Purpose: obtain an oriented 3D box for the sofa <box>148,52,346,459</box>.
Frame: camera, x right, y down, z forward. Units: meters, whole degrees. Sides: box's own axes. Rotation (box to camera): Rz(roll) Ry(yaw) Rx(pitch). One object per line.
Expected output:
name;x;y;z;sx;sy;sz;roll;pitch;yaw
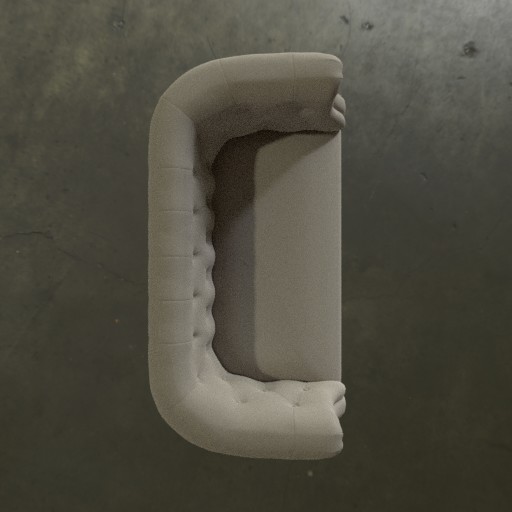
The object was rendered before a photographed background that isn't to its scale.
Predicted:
sofa;0.000;0.000;2.027;0.835;0.827;1.558;0;90;-1
